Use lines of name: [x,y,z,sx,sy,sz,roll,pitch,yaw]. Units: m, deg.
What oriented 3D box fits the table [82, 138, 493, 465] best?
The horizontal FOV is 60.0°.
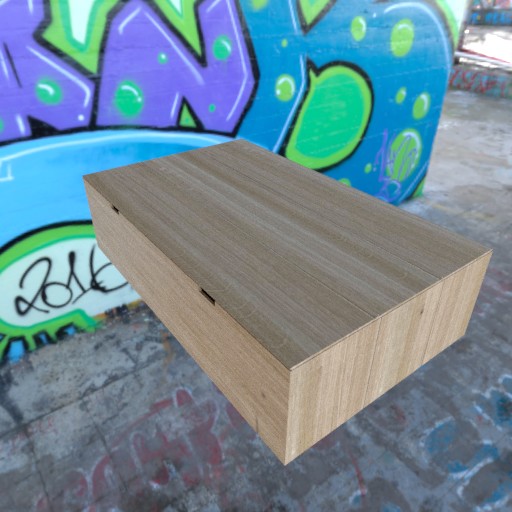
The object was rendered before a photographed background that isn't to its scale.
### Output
table: [0.000,0.000,1.426,0.678,0.353,1.110,-22,39,-30]
